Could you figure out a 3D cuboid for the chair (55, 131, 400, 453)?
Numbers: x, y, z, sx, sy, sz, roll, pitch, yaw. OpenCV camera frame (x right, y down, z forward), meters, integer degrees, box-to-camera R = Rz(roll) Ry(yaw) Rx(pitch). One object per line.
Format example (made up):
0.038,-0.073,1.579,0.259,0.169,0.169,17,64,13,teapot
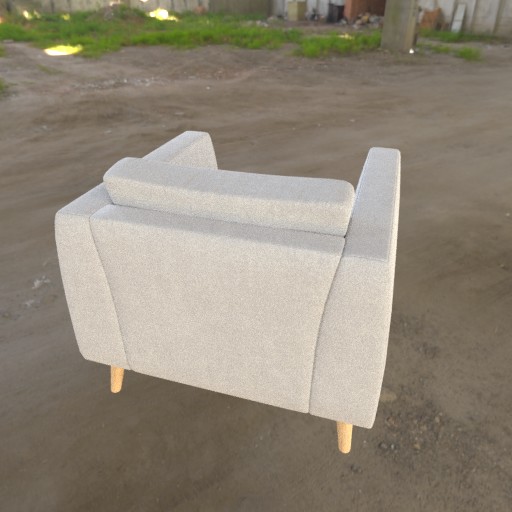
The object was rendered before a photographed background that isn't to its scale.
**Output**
0.000,0.000,1.669,1.000,0.860,0.930,9,32,15,chair
